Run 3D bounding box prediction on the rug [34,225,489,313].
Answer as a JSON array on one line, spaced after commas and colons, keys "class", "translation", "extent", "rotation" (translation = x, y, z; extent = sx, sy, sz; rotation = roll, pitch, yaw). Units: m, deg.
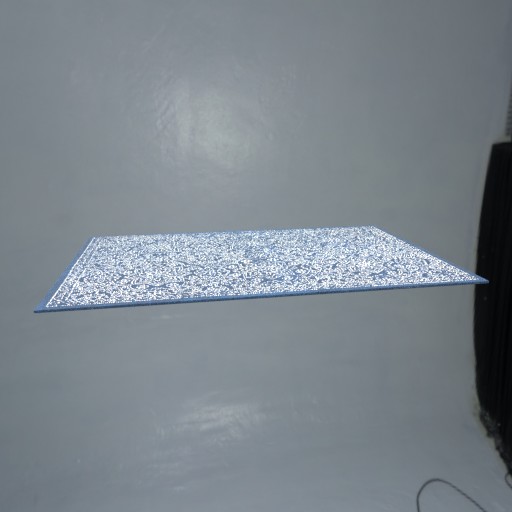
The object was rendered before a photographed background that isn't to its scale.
[{"class": "rug", "translation": [0.000, 0.000, 3.050], "extent": [2.441, 0.015, 1.526], "rotation": [-3, 16, -10]}]
